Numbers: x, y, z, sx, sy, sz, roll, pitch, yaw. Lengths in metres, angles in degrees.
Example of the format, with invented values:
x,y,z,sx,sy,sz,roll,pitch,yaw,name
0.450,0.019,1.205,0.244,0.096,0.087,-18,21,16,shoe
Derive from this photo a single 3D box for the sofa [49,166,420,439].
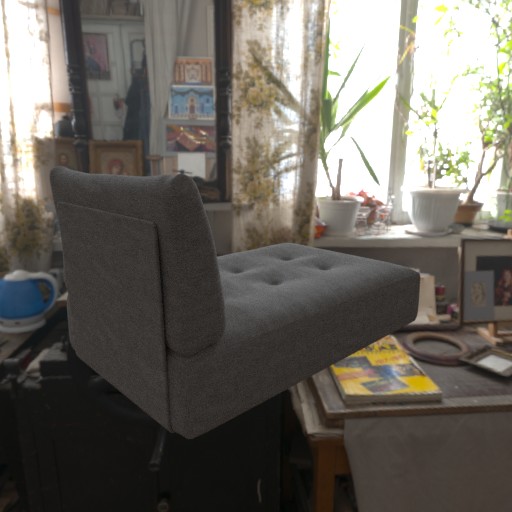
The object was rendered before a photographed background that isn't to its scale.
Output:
x,y,z,sx,sy,sz,roll,pitch,yaw,name
0.000,0.000,2.014,1.450,0.820,0.930,-13,18,-42,sofa
